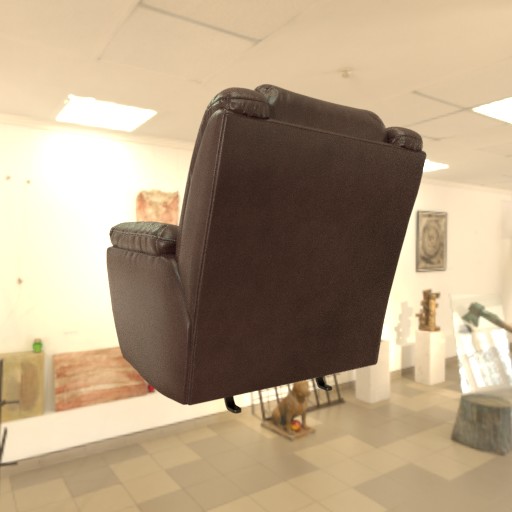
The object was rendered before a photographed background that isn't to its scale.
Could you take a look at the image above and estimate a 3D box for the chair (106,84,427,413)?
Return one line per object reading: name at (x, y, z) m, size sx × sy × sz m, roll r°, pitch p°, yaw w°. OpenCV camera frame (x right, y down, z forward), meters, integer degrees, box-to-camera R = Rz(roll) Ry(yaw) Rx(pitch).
chair at (0.000, 0.000, 1.872) m, size 0.990 × 1.093 × 1.041 m, roll 0°, pitch 1°, yaw -35°
